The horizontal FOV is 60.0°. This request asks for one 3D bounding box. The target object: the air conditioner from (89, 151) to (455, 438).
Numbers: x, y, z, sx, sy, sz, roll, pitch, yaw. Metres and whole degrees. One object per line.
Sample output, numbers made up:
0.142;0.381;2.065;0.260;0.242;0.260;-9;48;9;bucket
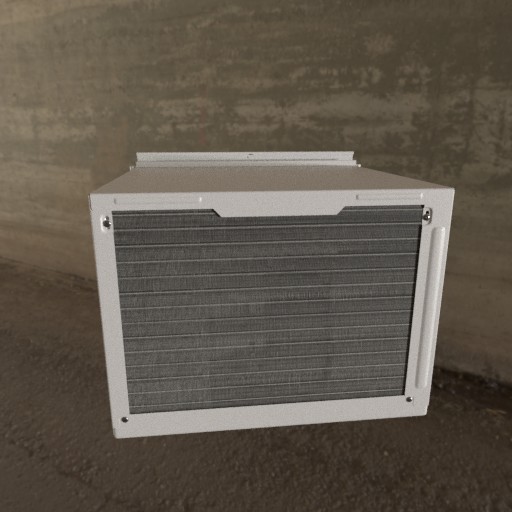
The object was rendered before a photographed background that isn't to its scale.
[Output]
0.000;0.000;0.878;0.503;0.388;0.546;-2;16;-6;air conditioner
